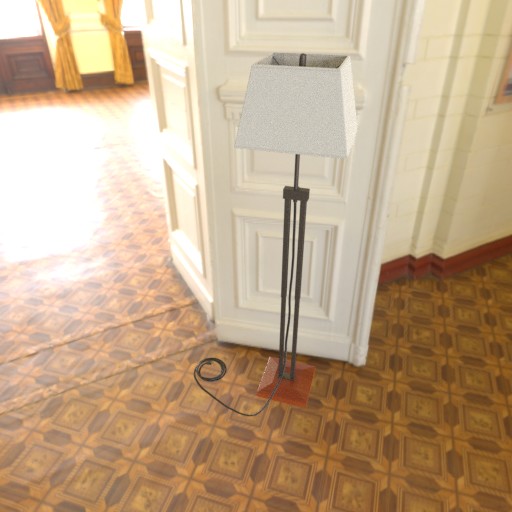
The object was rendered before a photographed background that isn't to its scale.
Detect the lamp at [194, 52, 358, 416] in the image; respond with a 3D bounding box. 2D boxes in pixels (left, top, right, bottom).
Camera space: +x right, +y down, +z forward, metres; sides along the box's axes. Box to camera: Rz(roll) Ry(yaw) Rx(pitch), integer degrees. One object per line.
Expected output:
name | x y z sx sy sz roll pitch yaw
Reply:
lamp | 0.000 0.000 2.041 0.745 1.712 0.472 9 34 14
